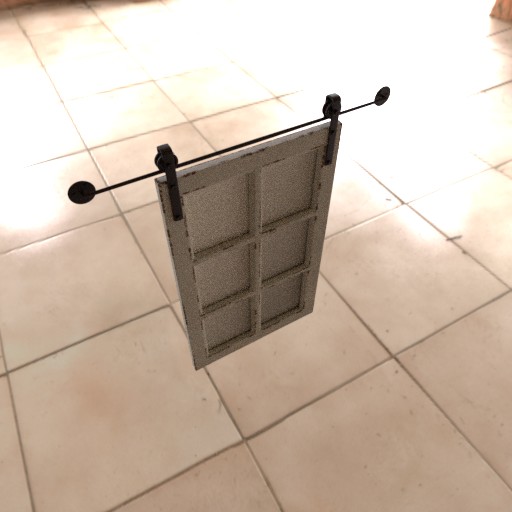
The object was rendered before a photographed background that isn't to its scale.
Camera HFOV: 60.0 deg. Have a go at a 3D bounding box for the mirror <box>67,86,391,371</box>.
[{"bbox_3d":[0.000,0.000,1.241,0.808,0.844,0.037,-23,51,-20],"label":"mirror"}]
